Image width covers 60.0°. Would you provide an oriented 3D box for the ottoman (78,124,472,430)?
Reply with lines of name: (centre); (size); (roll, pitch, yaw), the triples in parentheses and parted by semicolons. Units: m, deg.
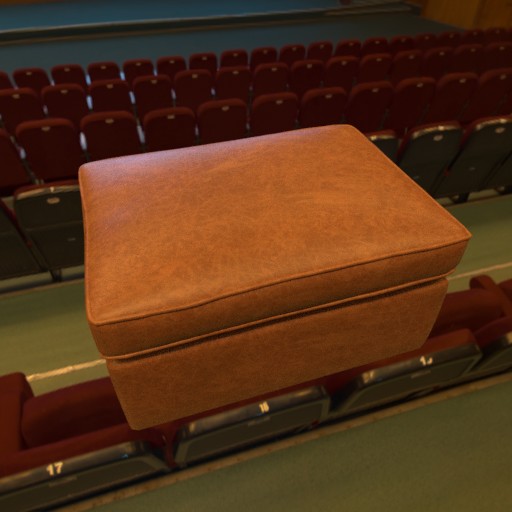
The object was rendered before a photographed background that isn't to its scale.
ottoman: (0.000, 0.000, 1.101); (0.756, 0.468, 0.554); (-12, 43, -13)
